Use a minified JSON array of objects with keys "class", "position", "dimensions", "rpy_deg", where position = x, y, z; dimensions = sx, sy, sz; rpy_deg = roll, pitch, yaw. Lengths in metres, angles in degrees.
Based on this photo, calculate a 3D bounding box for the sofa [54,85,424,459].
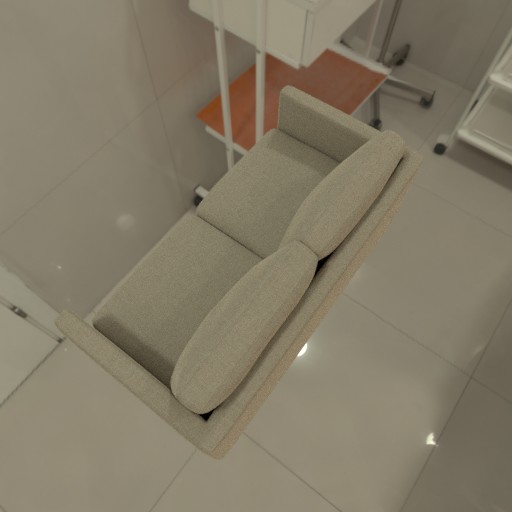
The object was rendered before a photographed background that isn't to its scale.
[{"class":"sofa","position":[0.000,0.000,2.448],"dimensions":[0.951,0.947,1.884],"rpy_deg":[34,68,15]}]
